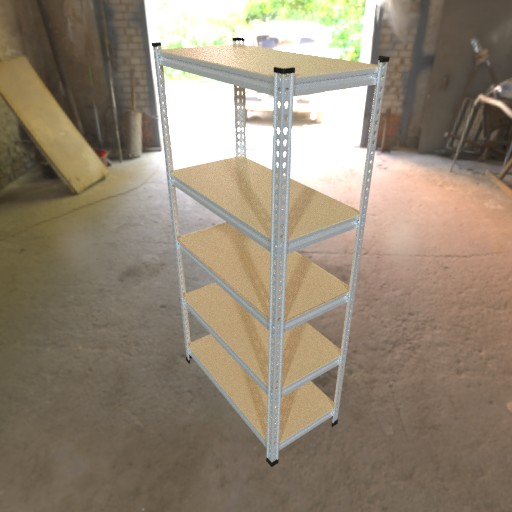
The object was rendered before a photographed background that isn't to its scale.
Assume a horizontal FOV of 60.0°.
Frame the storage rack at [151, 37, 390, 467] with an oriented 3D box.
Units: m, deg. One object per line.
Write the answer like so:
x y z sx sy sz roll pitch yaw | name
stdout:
0.000 0.000 2.150 0.457 1.829 0.914 -20 36 -30 | storage rack
